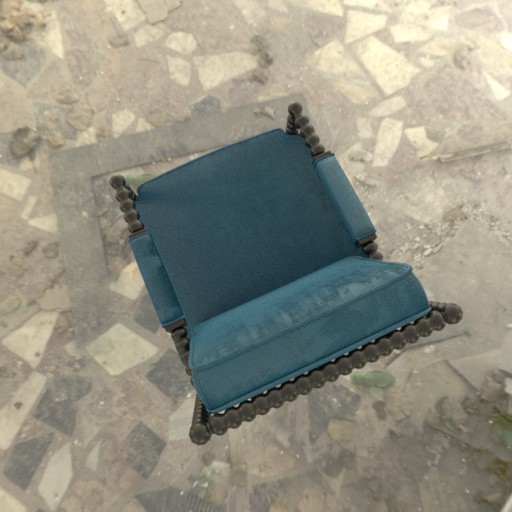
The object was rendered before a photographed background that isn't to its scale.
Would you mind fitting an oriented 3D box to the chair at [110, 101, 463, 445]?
[{"bbox_3d":[0.000,0.000,1.404,0.688,0.857,0.805,-24,78,-5],"label":"chair"}]
